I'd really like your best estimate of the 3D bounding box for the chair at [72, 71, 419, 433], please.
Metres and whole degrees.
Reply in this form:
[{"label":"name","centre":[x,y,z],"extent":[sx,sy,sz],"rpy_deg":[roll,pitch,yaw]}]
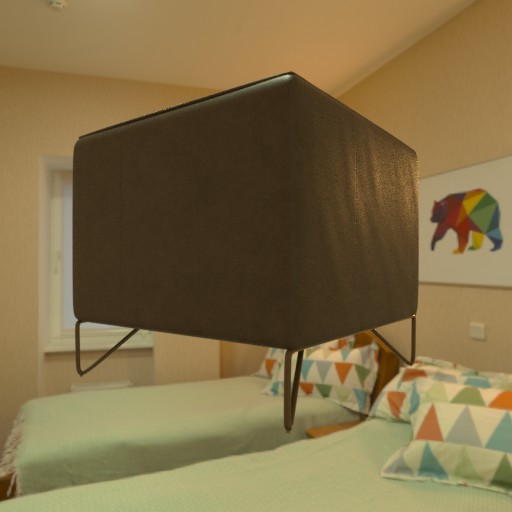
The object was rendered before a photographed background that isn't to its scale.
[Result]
[{"label":"chair","centre":[0.000,0.000,1.543],"extent":[0.880,0.790,0.894],"rpy_deg":[-1,-1,37]}]
